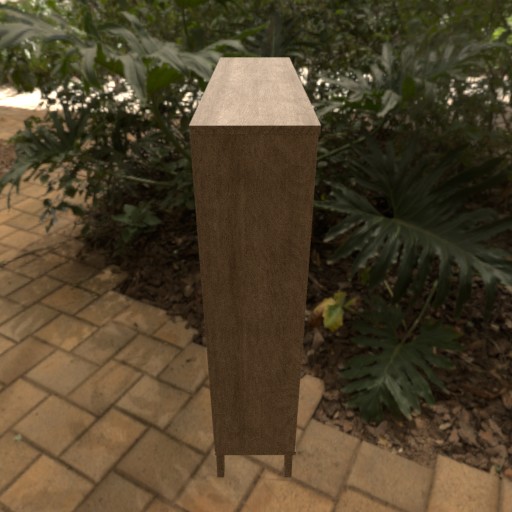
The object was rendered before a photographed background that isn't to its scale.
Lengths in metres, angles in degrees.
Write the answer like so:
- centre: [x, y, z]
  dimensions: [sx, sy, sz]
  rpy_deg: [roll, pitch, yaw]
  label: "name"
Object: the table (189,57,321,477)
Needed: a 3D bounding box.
- centre: [0.000, 0.000, 1.522]
  dimensions: [0.256, 1.135, 0.902]
  rpy_deg: [0, 32, 0]
  label: "table"
